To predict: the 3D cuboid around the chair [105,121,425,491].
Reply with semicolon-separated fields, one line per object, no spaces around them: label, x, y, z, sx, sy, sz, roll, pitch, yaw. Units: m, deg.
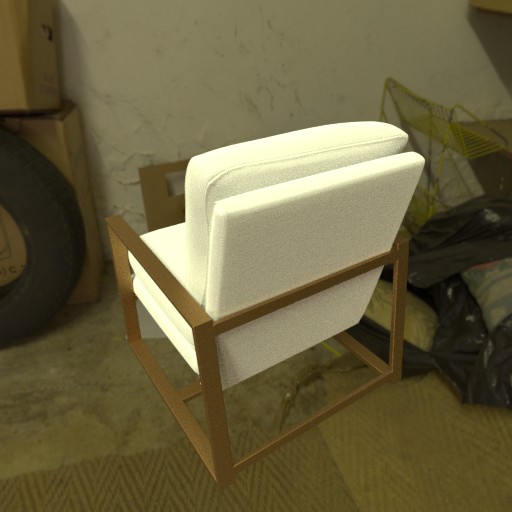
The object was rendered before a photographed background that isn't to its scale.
chair;0.000;0.000;1.556;0.805;0.966;0.813;-19;35;-29
